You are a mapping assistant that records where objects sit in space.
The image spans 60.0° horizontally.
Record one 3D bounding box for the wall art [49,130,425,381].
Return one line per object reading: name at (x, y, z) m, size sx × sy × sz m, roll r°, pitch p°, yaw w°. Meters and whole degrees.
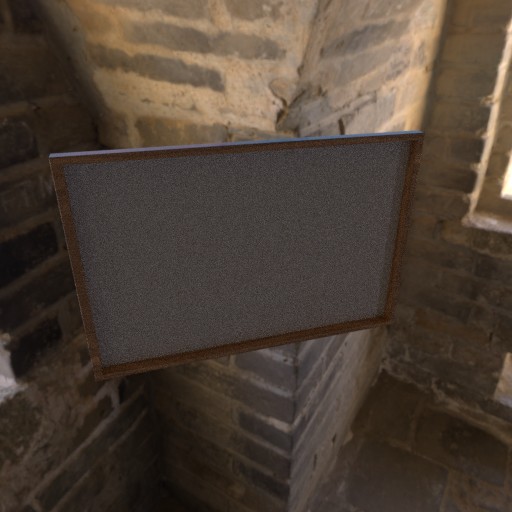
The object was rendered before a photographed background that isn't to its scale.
wall art at (0.000, 0.000, 1.189) m, size 0.911 × 0.605 × 0.037 m, roll -8°, pitch 28°, yaw -15°
